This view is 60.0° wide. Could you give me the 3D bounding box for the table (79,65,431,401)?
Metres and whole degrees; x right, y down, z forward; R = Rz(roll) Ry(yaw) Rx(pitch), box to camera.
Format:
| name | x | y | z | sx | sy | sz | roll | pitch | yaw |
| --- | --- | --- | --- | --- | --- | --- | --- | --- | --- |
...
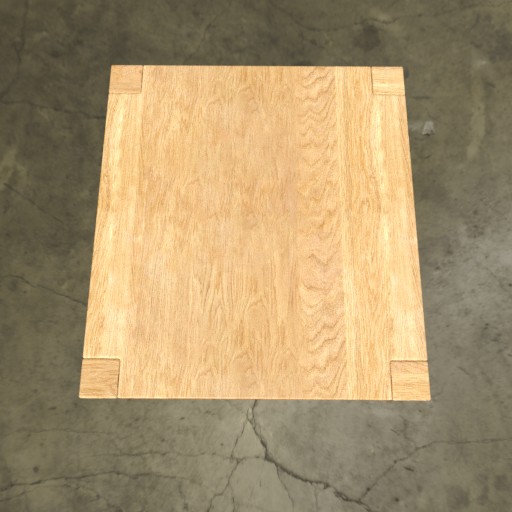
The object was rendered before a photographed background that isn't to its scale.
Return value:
| name | x | y | z | sx | sy | sz | roll | pitch | yaw |
| --- | --- | --- | --- | --- | --- | --- | --- | --- | --- |
| table | 0.000 | 0.000 | 0.827 | 0.440 | 0.450 | 0.480 | 0 | 76 | 0 |
